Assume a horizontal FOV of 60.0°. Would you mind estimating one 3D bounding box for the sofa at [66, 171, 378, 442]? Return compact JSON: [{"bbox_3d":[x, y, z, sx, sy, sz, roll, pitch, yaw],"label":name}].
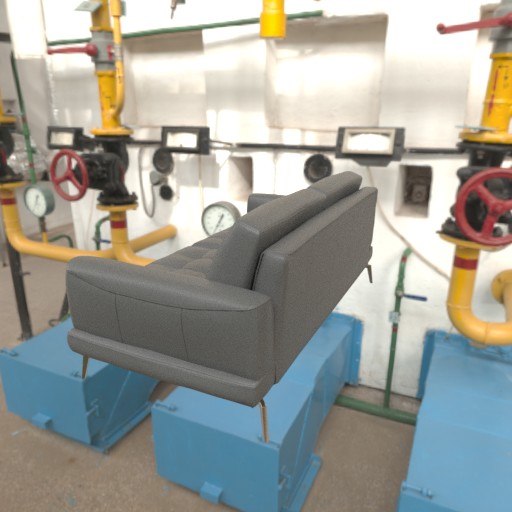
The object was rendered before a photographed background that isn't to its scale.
[{"bbox_3d":[0.000,0.000,2.821,1.121,0.930,2.177,9,20,25],"label":"sofa"}]
